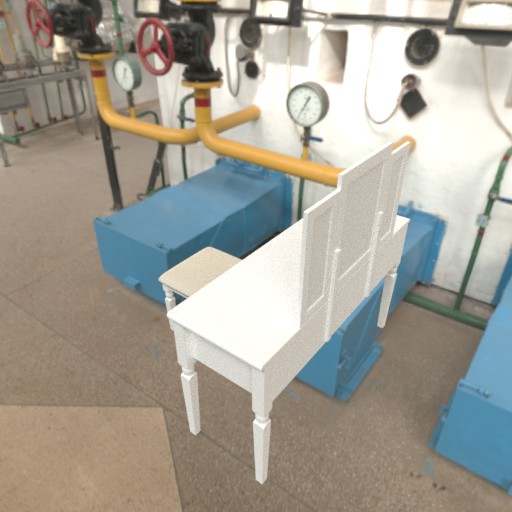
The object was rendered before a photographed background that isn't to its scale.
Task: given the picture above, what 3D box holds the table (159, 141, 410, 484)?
[{"bbox_3d":[0.000,0.000,2.308,1.115,1.310,1.369,22,39,31],"label":"table"}]
